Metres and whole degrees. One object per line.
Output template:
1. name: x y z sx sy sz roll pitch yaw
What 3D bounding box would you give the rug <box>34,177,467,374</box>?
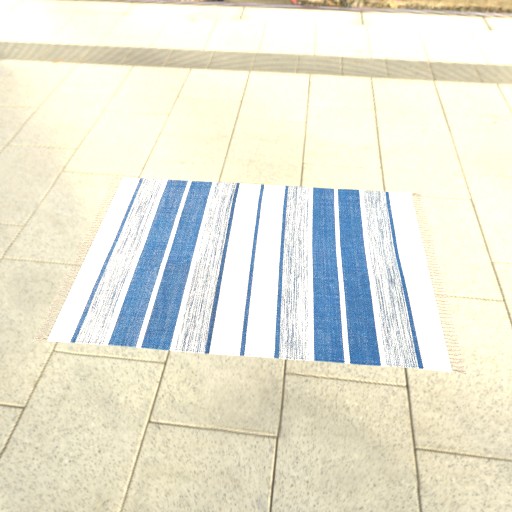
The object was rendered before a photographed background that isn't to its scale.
1. rug: 0.000 0.000 2.995 2.441 0.010 1.532 4 48 3
